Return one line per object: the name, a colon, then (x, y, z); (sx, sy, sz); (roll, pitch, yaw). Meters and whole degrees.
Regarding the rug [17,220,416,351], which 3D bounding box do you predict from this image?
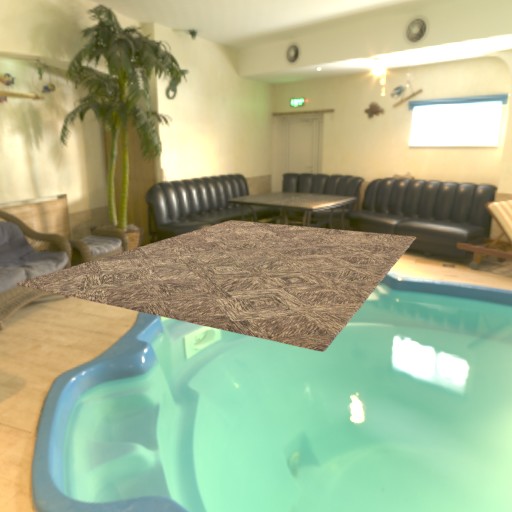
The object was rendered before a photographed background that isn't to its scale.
rug: (0.000, 0.000, 4.190); (2.448, 0.017, 3.204); (7, 16, 26)
